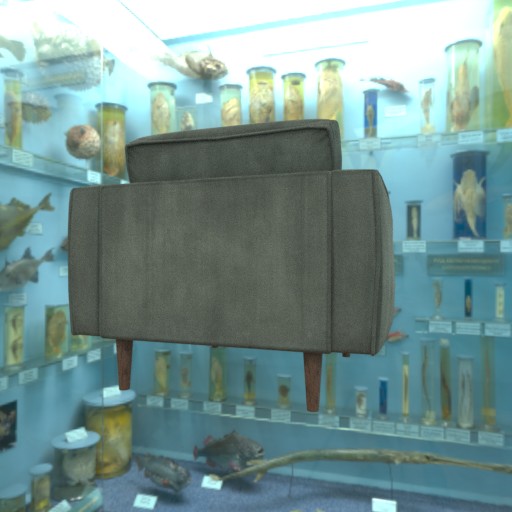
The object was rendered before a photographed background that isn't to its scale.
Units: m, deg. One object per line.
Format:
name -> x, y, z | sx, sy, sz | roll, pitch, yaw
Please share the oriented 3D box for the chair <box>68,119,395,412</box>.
chair -> 0.000, 0.000, 1.548 | 0.928, 0.773, 0.843 | 0, 0, 19
